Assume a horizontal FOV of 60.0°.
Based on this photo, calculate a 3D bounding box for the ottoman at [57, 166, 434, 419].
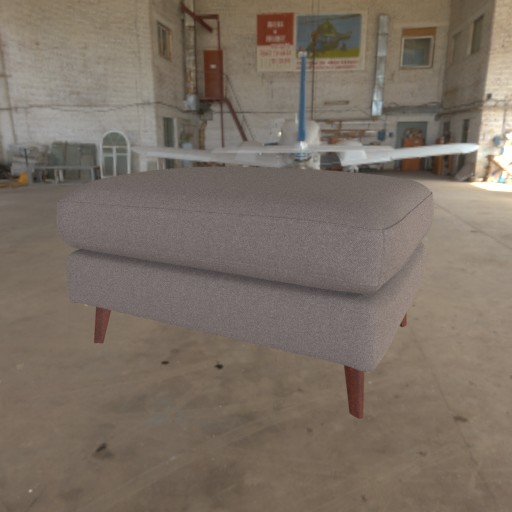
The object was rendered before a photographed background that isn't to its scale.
[{"bbox_3d":[0.000,0.000,1.163,0.811,0.449,0.608,8,17,27],"label":"ottoman"}]
